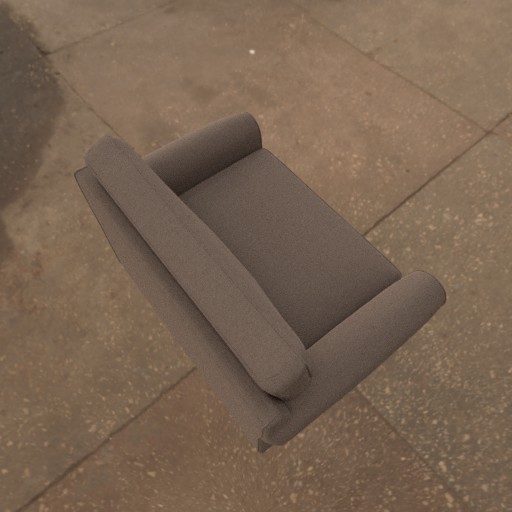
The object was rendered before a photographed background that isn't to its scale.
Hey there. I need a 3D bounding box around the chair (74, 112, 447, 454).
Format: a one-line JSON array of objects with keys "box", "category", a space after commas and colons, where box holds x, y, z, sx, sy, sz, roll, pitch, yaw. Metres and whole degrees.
[{"box": [0.000, 0.000, 1.979, 0.930, 0.930, 1.390, -34, 65, -19], "category": "chair"}]
